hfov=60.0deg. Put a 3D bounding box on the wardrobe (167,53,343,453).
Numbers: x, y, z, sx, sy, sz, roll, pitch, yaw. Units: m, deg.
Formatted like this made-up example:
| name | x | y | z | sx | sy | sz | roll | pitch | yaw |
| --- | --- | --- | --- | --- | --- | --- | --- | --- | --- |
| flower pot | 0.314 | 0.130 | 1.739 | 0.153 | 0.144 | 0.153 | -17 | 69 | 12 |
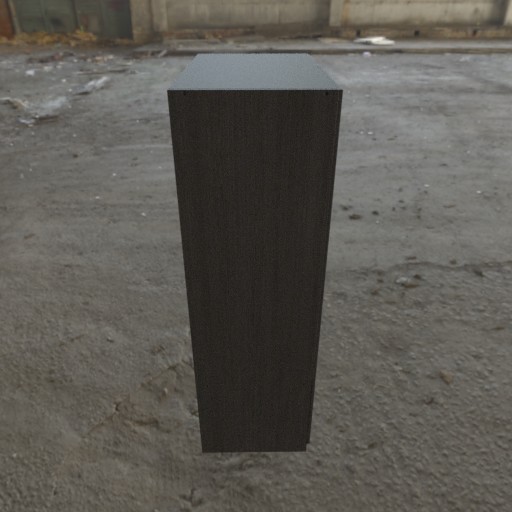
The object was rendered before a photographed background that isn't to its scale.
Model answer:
| name | x | y | z | sx | sy | sz | roll | pitch | yaw |
| --- | --- | --- | --- | --- | --- | --- | --- | --- | --- |
| wardrobe | 0.000 | 0.000 | 2.290 | 0.577 | 1.808 | 0.991 | 0 | 31 | -1 |
